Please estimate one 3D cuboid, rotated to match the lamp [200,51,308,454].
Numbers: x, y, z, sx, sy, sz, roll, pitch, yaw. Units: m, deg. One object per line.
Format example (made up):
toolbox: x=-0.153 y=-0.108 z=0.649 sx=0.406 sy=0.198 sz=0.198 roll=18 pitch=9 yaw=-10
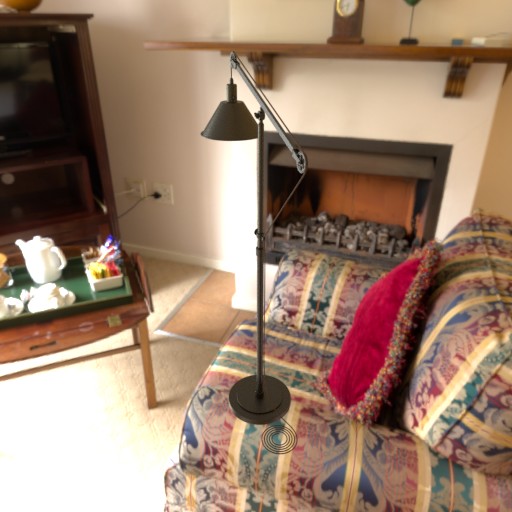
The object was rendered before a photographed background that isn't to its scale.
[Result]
lamp: x=0.000 y=0.000 z=1.963 sx=0.319 sy=1.626 sz=0.904 roll=-9 pitch=29 yaw=-18
